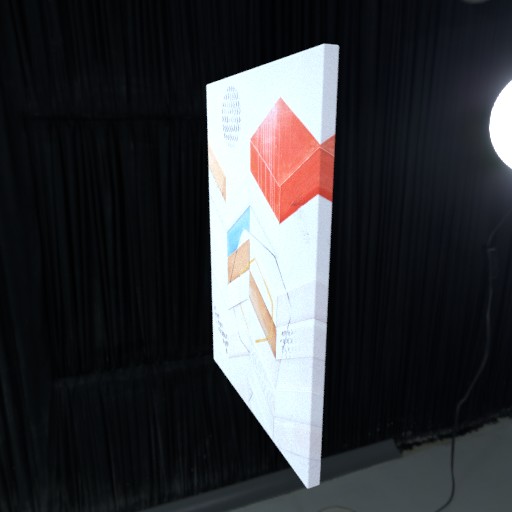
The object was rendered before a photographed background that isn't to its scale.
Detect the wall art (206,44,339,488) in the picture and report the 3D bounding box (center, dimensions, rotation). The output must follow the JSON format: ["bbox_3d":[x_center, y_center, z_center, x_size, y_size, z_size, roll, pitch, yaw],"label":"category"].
[{"bbox_3d":[0.000,0.000,1.087,0.036,0.848,0.613,-6,16,-23],"label":"wall art"}]
